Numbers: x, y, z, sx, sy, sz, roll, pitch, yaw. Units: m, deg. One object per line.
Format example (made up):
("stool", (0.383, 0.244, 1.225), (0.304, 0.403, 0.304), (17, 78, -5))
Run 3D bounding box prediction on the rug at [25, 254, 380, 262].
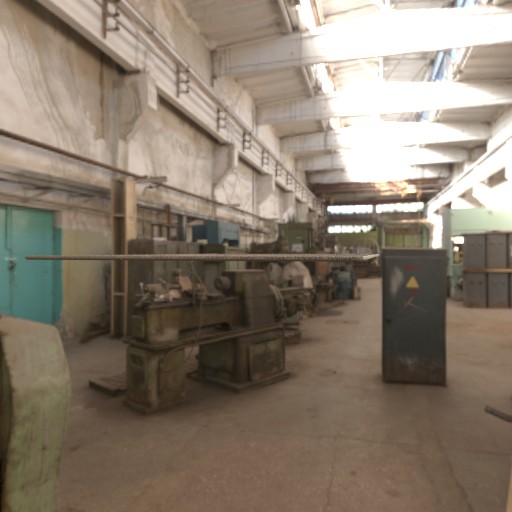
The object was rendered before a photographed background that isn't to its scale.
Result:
("rug", (0.000, 0.000, 2.195), (1.144, 0.014, 1.748), (0, 1, 17))
